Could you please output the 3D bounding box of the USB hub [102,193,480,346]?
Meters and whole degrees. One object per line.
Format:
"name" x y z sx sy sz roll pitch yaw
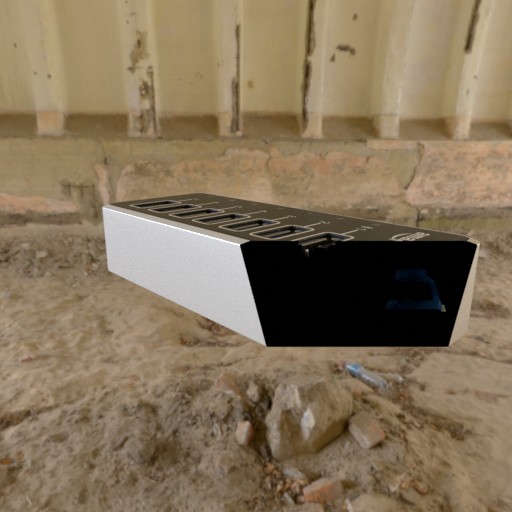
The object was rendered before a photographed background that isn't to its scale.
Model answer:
"USB hub" 0.000 0.000 0.130 0.044 0.023 0.110 -15 22 -42
